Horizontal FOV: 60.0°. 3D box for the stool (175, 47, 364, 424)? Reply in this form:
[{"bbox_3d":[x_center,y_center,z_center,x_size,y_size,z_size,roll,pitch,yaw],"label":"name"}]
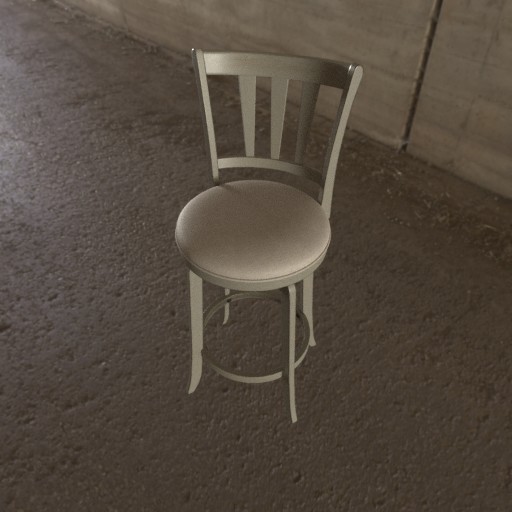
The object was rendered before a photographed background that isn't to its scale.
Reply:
[{"bbox_3d":[0.000,0.000,1.312,0.436,1.042,0.475,11,43,13],"label":"stool"}]
